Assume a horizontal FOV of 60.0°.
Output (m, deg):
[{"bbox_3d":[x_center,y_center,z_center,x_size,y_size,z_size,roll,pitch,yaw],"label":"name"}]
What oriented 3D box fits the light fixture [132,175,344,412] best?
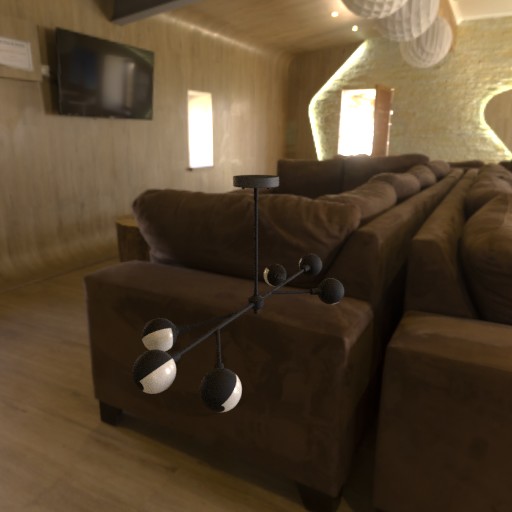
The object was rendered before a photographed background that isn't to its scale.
[{"bbox_3d":[0.000,0.000,1.021,0.434,0.362,0.778,13,19,41],"label":"light fixture"}]
